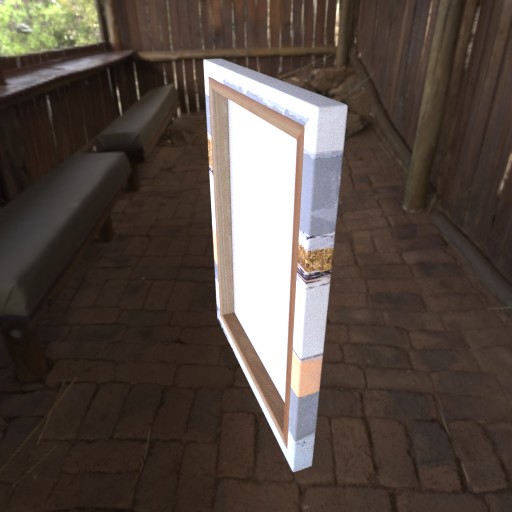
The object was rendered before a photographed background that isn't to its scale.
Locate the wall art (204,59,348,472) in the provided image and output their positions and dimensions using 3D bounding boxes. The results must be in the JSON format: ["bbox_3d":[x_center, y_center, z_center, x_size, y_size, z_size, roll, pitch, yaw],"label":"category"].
[{"bbox_3d":[0.000,0.000,0.801,0.038,0.609,0.456,-11,32,-18],"label":"wall art"}]
